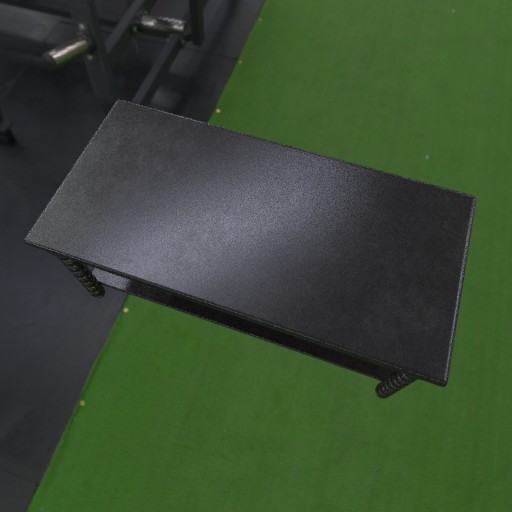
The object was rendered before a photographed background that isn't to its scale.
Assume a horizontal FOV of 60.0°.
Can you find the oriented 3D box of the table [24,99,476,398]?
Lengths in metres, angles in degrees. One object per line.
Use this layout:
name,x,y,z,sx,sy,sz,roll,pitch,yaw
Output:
table,0.000,0.000,1.476,1.171,0.487,0.580,18,65,9
